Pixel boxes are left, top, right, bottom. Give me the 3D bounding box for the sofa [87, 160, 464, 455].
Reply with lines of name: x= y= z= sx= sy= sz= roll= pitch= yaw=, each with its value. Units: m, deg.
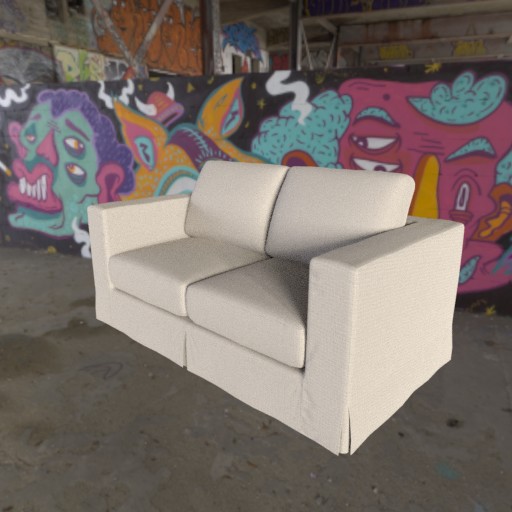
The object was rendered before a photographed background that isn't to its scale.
sofa: x=0.000 y=0.000 z=2.380 sx=1.813 sy=0.932 sz=1.009 roll=14 pitch=21 yaw=41
